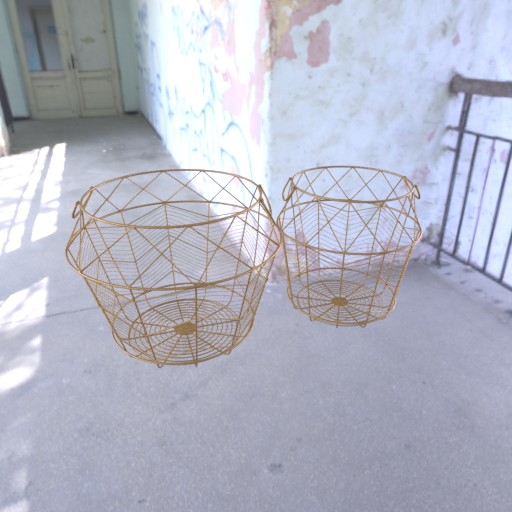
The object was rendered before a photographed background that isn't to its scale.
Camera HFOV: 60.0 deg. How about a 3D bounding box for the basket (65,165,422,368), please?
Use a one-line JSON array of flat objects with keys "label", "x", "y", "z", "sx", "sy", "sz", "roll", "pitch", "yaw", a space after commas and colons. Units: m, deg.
[{"label": "basket", "x": 0.000, "y": 0.000, "z": 1.033, "sx": 0.805, "sy": 0.343, "sz": 0.451, "roll": -8, "pitch": 28, "yaw": -15}]
